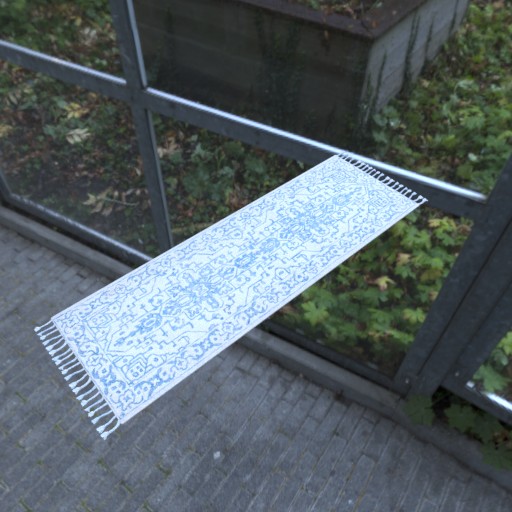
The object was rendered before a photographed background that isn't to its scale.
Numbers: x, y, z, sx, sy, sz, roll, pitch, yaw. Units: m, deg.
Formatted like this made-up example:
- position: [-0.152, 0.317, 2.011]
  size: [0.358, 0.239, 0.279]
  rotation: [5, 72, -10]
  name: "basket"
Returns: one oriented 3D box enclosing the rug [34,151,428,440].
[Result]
- position: [0.000, 0.000, 2.677]
  size: [2.449, 0.011, 0.774]
  rotation: [-33, 56, -26]
  name: "rug"
